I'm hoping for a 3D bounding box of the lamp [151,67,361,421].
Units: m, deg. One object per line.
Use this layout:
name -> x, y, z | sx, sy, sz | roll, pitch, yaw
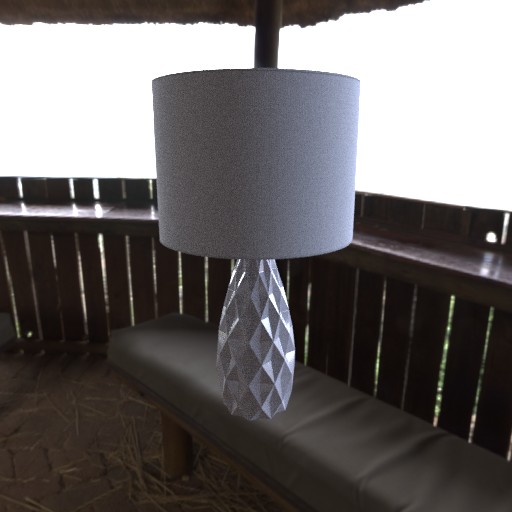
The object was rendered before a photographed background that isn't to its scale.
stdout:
lamp -> 0.000, 0.000, 0.706 | 0.297, 0.522, 0.297 | 0, 14, 0
